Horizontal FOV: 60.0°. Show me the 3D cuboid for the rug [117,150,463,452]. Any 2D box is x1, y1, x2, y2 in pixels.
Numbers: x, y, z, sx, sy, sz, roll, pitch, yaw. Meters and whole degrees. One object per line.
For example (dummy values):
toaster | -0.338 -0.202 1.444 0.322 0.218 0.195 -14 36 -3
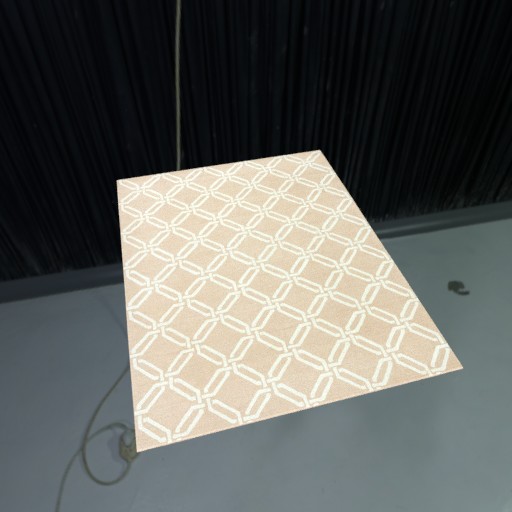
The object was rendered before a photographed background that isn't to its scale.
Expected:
rug | 0.000 0.000 3.918 2.288 0.018 2.895 -11 47 -10
